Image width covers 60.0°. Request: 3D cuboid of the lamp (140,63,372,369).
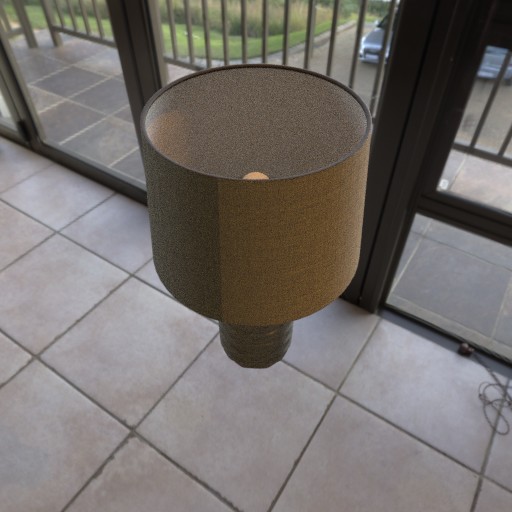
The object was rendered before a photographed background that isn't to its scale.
[{"bbox_3d":[0.000,0.000,0.845,0.376,0.594,0.376,0,46,0],"label":"lamp"}]
